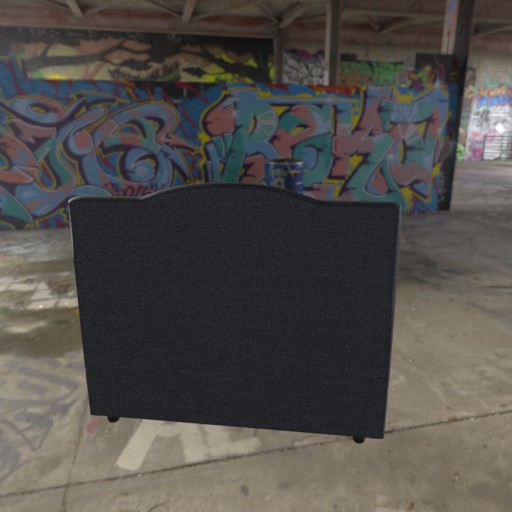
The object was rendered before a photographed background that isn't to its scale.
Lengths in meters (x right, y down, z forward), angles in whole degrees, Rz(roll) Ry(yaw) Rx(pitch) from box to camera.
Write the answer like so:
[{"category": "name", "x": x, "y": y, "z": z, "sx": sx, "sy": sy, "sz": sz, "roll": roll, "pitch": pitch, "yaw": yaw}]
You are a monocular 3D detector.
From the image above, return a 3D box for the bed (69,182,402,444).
[{"category": "bed", "x": 0.000, "y": 0.000, "z": 3.541, "sx": 1.747, "sy": 1.441, "sz": 2.507, "roll": 2, "pitch": 16, "yaw": 7}]
